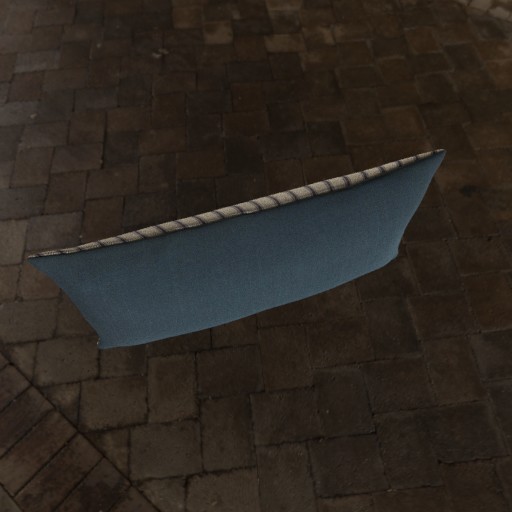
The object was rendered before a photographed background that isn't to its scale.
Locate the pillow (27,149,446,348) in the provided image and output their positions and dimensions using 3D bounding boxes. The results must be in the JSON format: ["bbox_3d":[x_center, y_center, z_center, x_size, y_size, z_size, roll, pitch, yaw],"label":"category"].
[{"bbox_3d":[0.000,0.000,0.735,0.609,0.305,0.151,-16,60,-10],"label":"pillow"}]
